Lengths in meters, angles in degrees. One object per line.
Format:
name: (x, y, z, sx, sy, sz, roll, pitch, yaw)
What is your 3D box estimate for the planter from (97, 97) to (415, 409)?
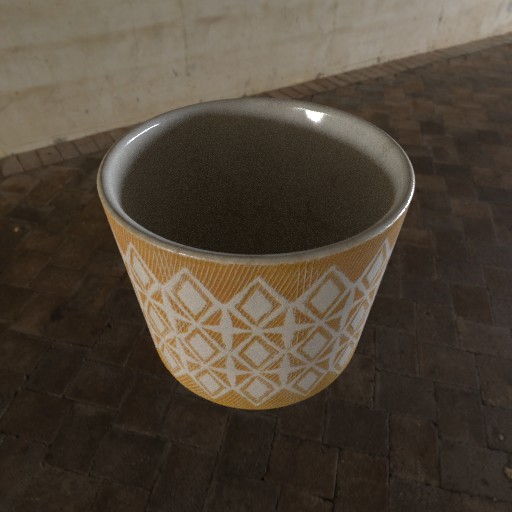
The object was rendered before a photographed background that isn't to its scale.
planter: (0.000, 0.000, 0.332, 0.193, 0.165, 0.193, 0, 42, 0)
